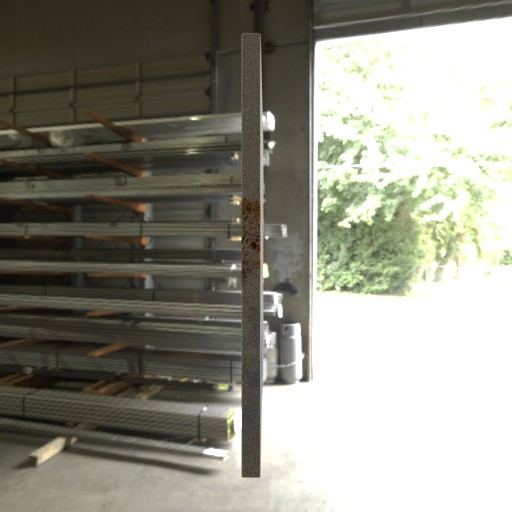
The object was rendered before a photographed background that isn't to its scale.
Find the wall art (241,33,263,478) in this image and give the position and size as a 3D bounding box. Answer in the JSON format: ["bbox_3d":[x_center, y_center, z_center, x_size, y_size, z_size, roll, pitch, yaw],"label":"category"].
[{"bbox_3d":[0.000,0.000,1.329,0.038,0.889,0.889,0,0,1],"label":"wall art"}]
